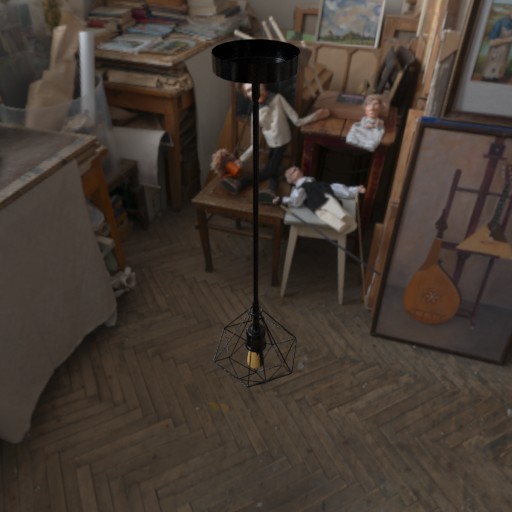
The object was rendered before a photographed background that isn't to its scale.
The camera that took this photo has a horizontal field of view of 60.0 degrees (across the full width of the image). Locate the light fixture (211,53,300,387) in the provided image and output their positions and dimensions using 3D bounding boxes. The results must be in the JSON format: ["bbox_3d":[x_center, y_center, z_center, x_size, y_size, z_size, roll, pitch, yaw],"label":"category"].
[{"bbox_3d":[0.000,0.000,2.028,0.487,1.764,0.431,-13,41,-15],"label":"light fixture"}]
